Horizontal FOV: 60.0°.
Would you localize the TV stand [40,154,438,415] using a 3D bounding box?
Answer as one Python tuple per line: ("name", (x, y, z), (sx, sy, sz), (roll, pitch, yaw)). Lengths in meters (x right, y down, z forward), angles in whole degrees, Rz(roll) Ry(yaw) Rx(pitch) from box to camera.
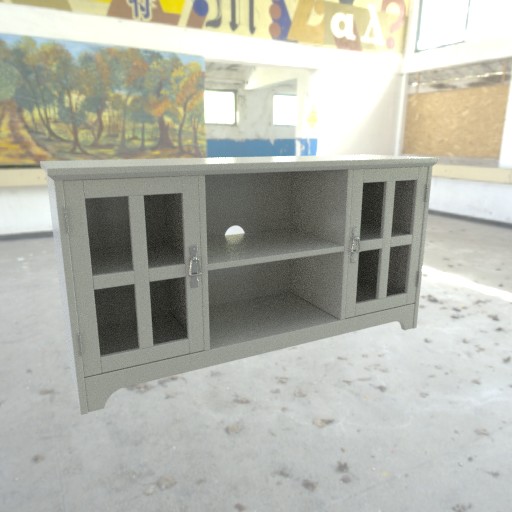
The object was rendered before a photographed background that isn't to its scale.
("TV stand", (0.000, 0.000, 1.414), (1.167, 0.603, 0.344), (-8, 17, -26))
